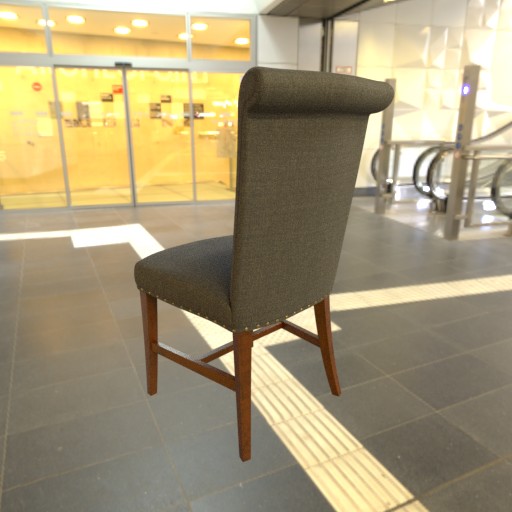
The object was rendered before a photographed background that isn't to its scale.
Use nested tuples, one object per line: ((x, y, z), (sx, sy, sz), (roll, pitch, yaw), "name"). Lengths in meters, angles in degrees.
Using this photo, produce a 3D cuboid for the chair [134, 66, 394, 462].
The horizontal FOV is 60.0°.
((0.000, 0.000, 1.341), (0.513, 0.988, 0.608), (-16, 23, -43), "chair")
